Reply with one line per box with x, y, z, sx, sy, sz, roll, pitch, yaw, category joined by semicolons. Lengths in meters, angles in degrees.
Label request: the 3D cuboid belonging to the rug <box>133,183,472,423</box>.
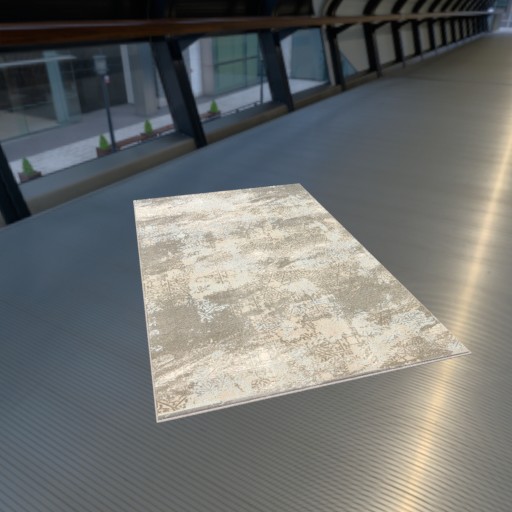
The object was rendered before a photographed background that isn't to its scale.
0.000;0.000;3.026;1.536;0.012;2.431;-8;31;-14;rug
